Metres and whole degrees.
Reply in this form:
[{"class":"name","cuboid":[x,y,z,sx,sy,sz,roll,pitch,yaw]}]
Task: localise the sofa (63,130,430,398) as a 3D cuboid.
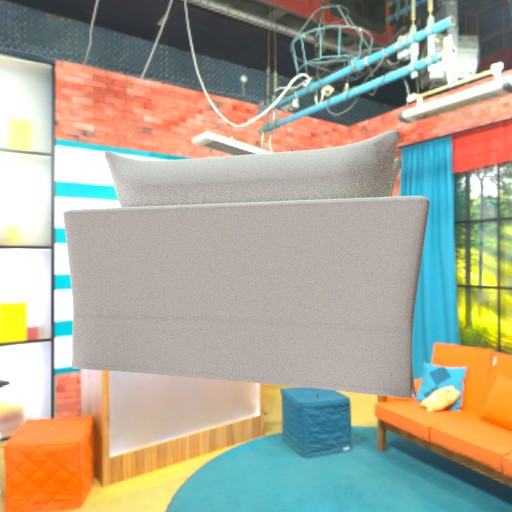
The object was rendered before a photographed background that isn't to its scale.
[{"class":"sofa","cuboid":[0.000,0.000,2.287,1.608,1.039,1.026,0,0,17]}]
